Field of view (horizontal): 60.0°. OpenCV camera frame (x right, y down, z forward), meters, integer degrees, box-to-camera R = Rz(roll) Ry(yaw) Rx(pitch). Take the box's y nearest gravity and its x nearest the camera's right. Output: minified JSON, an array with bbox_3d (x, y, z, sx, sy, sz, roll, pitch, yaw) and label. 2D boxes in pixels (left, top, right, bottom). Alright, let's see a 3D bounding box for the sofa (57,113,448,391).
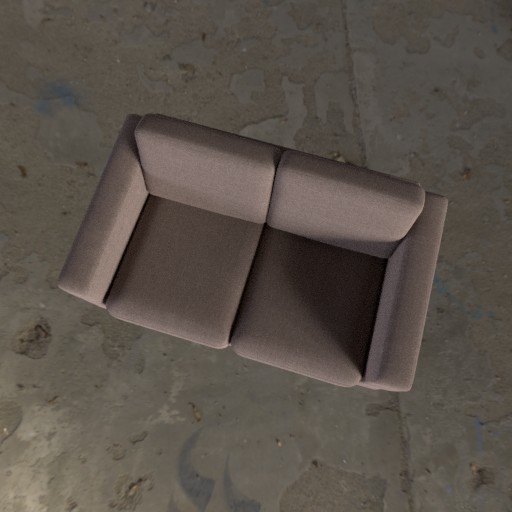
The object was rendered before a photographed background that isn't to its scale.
[{"bbox_3d":[0.000,0.000,2.053,1.520,0.800,0.900,16,75,4],"label":"sofa"}]
